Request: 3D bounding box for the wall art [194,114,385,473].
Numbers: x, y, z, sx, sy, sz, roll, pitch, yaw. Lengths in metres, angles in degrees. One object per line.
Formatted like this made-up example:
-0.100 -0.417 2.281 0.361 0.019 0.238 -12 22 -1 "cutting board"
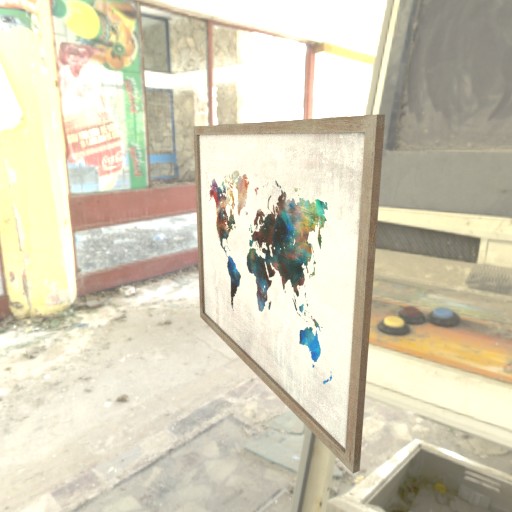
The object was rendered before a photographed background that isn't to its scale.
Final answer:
0.000 0.000 1.342 0.019 0.774 1.012 -7 17 -26 "wall art"
